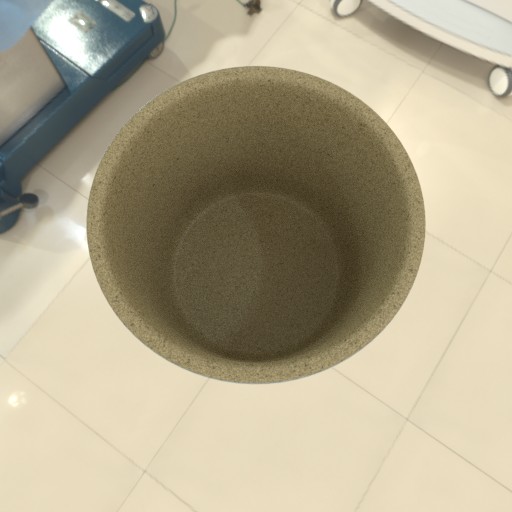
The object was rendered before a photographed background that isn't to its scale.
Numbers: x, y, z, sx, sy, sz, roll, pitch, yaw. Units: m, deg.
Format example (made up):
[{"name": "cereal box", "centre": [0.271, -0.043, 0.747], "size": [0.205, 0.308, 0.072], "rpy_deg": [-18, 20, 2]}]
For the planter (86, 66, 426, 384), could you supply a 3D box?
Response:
[{"name": "planter", "centre": [0.000, 0.000, 0.409], "size": [0.227, 0.235, 0.227], "rpy_deg": [0, 74, 0]}]
